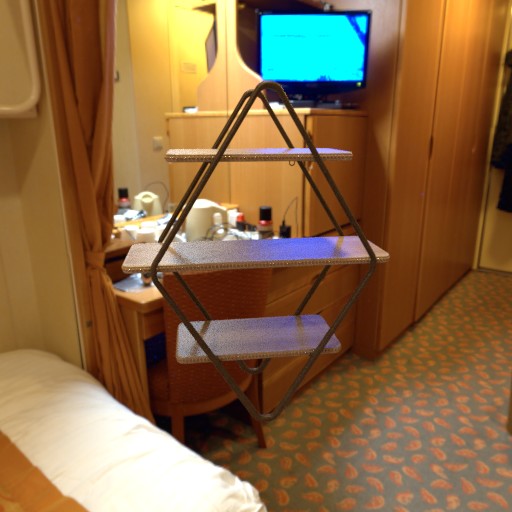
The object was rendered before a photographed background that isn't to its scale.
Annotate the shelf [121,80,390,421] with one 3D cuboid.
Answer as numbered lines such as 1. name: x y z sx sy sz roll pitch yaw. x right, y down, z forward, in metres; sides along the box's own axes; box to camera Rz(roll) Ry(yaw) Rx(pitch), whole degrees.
1. shelf: 0.000 0.000 1.073 0.609 0.774 0.234 -2 16 -8
